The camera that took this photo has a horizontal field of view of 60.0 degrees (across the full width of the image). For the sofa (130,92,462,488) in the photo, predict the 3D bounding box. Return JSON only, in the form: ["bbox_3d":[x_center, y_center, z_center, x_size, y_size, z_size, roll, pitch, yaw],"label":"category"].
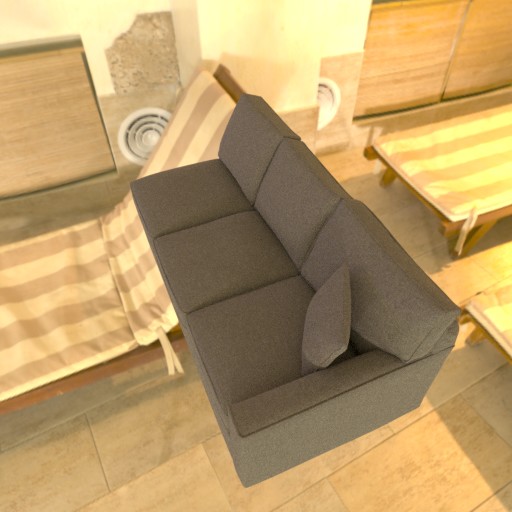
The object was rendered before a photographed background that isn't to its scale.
[{"bbox_3d":[0.000,0.000,2.483,1.034,0.946,1.963,-17,48,-16],"label":"sofa"}]
